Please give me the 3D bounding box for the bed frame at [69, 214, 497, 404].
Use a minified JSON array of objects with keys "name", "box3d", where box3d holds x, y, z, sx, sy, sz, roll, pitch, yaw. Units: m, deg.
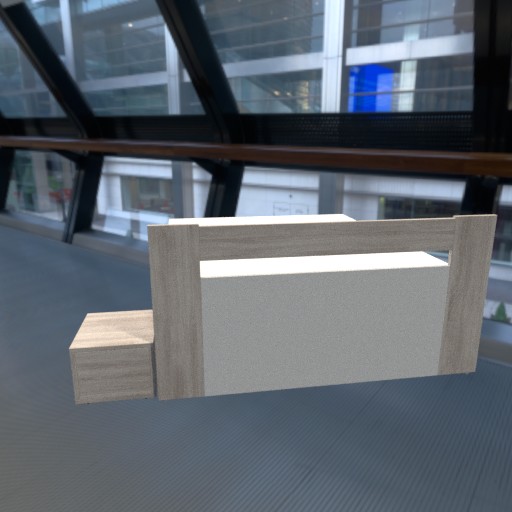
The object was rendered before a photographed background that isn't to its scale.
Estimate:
[{"name":"bed frame","box3d":[0.000,0.000,3.082,2.040,0.860,2.050,-2,15,-9]}]
